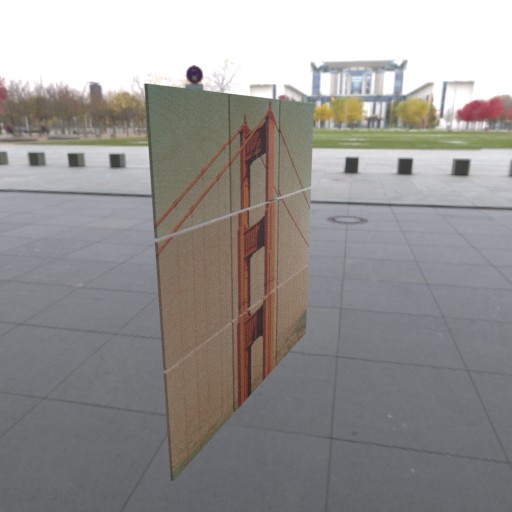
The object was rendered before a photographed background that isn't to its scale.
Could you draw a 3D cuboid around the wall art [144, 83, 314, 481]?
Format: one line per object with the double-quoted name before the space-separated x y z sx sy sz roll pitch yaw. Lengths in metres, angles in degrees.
"wall art" 0.000 0.000 2.249 0.013 1.523 1.517 8 18 26
